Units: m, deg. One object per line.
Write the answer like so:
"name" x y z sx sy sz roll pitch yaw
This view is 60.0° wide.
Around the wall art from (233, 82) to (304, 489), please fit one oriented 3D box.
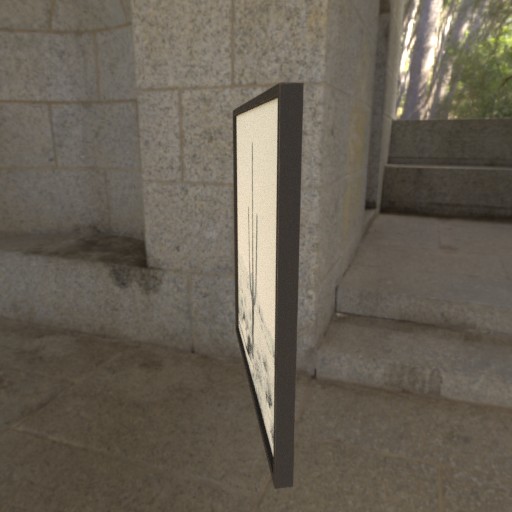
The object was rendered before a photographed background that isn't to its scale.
"wall art" 0.000 0.000 1.154 0.038 0.762 0.762 -2 15 -8
